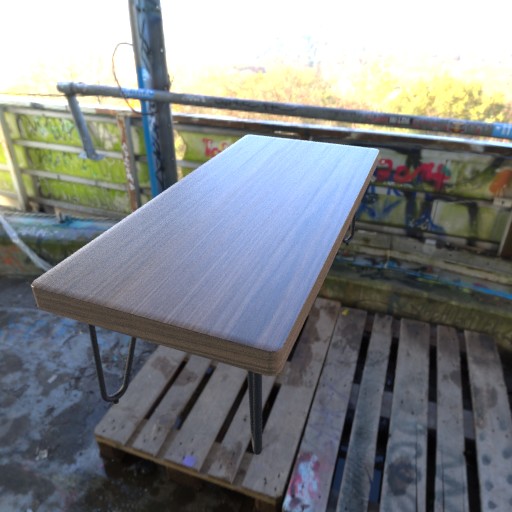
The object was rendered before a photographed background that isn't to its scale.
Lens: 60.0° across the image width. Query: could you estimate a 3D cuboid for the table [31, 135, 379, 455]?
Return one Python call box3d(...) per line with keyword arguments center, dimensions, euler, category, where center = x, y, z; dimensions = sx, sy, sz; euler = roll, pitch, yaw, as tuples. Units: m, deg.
box3d(center=(0.000, 0.000, 1.624), dimensions=(0.637, 0.468, 1.375), euler=(12, 33, 18), category="table")
